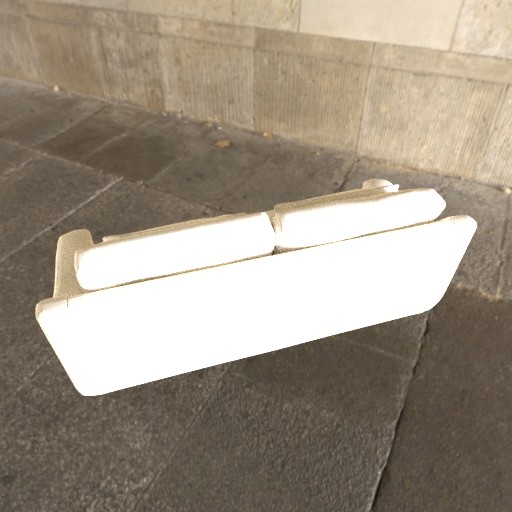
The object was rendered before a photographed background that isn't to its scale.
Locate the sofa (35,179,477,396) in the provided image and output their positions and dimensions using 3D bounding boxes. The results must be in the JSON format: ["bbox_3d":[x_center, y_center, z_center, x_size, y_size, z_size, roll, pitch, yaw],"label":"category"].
[{"bbox_3d":[0.000,0.000,2.918,2.470,1.022,1.009,-11,42,-13],"label":"sofa"}]
